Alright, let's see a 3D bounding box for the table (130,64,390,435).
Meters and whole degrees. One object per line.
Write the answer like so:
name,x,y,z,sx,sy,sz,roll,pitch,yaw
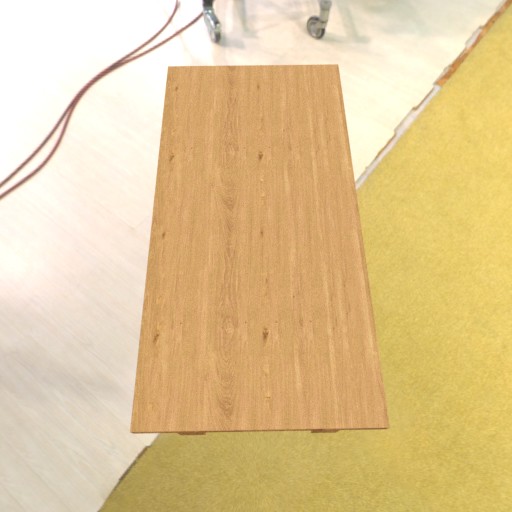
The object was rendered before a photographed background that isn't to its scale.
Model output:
table,0.000,0.000,1.169,0.450,0.452,0.899,-1,63,0
